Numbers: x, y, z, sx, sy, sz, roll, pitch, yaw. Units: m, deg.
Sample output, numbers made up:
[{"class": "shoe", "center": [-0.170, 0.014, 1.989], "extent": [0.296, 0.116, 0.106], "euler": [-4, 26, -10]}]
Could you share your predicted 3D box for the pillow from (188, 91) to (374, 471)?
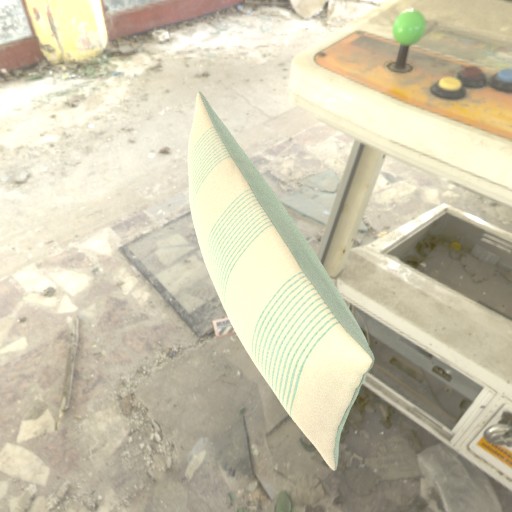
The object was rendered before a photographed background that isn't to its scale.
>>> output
[{"class": "pillow", "center": [0.000, 0.000, 0.719], "extent": [0.151, 0.287, 0.610], "euler": [-15, 47, -15]}]
